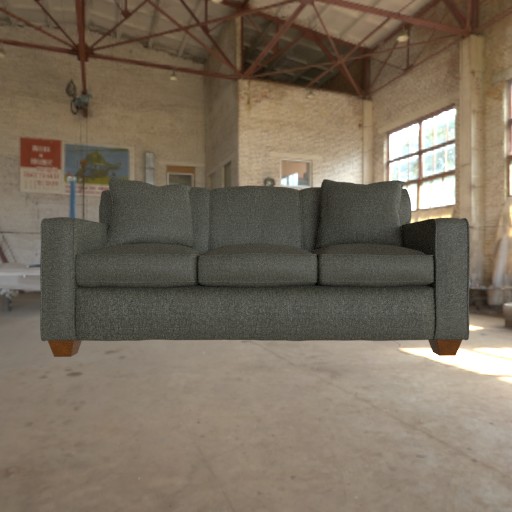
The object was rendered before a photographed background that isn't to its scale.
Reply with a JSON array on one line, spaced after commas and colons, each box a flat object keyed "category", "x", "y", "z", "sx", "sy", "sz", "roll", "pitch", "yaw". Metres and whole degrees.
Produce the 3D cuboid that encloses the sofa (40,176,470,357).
[{"category": "sofa", "x": 0.000, "y": 0.000, "z": 2.514, "sx": 2.024, "sy": 0.958, "sz": 0.997, "roll": 0, "pitch": 0, "yaw": -1}]
